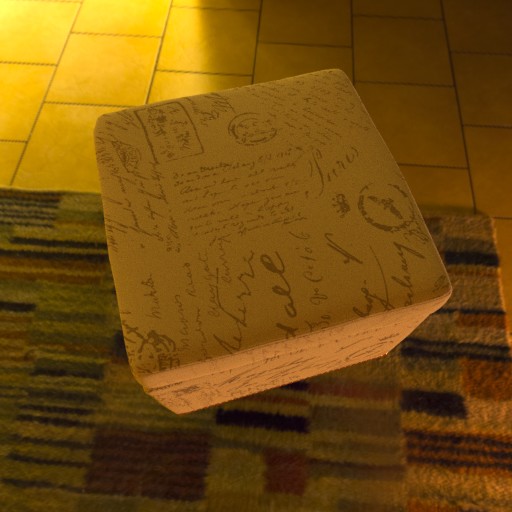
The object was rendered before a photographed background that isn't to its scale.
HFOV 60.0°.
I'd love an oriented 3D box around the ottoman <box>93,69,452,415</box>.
[{"bbox_3d":[0.000,0.000,0.836,0.450,0.457,0.449,-14,65,-7],"label":"ottoman"}]
